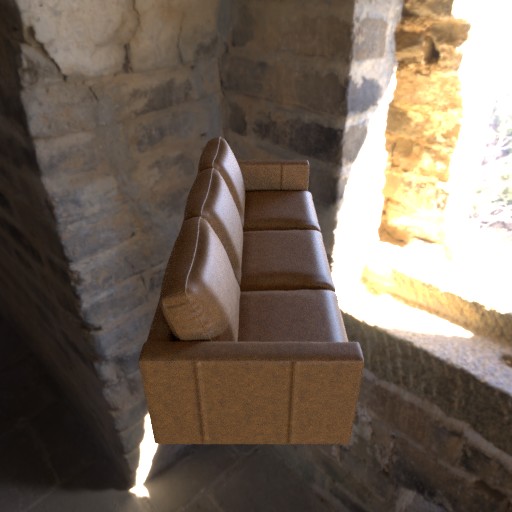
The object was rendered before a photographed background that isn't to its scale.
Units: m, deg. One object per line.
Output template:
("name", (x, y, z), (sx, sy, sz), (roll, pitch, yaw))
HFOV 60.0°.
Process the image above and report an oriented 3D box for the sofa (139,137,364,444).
("sofa", (0.000, 0.000, 2.758), (0.903, 0.930, 2.231), (0, 32, 0))
